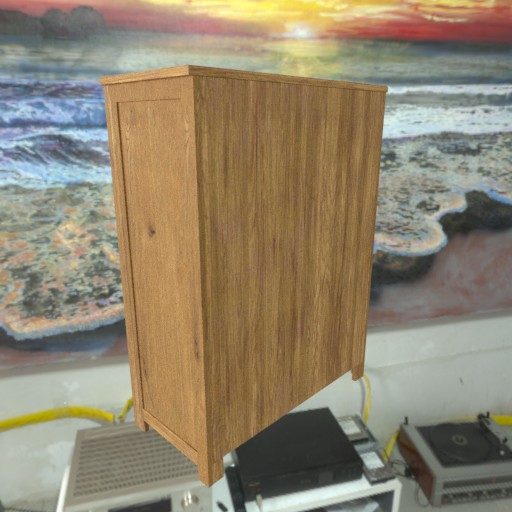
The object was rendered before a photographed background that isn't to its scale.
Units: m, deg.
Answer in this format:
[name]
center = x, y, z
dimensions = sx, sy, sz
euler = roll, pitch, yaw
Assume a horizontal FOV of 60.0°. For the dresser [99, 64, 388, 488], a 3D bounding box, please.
[dresser]
center = 0.000, 0.000, 1.957
dimensions = 0.558, 1.431, 1.081
euler = 16, 23, 42
